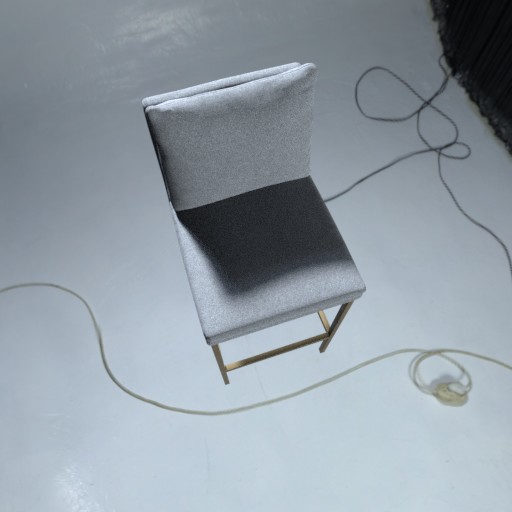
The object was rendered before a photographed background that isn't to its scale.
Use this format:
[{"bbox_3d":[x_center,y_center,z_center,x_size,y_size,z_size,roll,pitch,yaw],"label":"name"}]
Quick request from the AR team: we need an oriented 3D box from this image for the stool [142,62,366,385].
[{"bbox_3d":[0.000,0.000,1.474,0.463,1.130,0.569,-16,65,-8],"label":"stool"}]
